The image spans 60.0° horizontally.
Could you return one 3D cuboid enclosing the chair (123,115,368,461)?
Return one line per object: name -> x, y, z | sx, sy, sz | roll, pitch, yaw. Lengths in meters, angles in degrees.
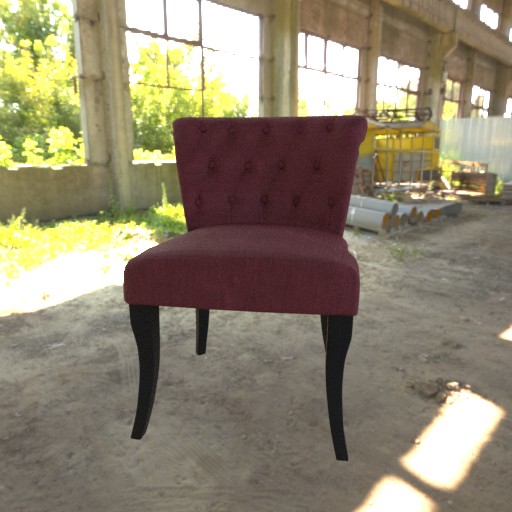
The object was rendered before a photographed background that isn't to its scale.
chair -> 0.000, 0.000, 1.185 | 0.582, 0.750, 0.605 | 2, 13, 9
